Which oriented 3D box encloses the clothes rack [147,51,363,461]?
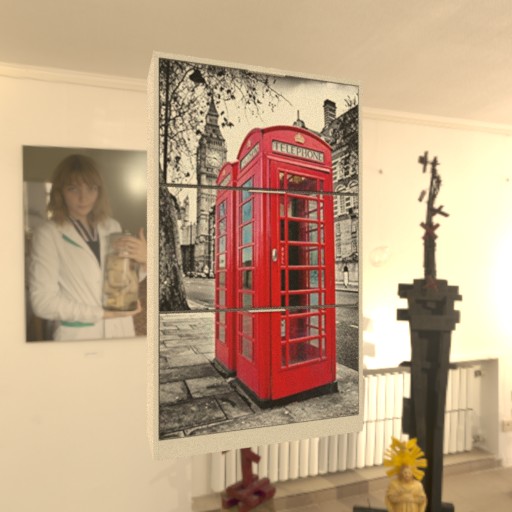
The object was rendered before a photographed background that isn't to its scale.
[{"bbox_3d":[0.000,0.000,1.608,0.750,1.280,0.250,0,0,-19],"label":"clothes rack"}]
